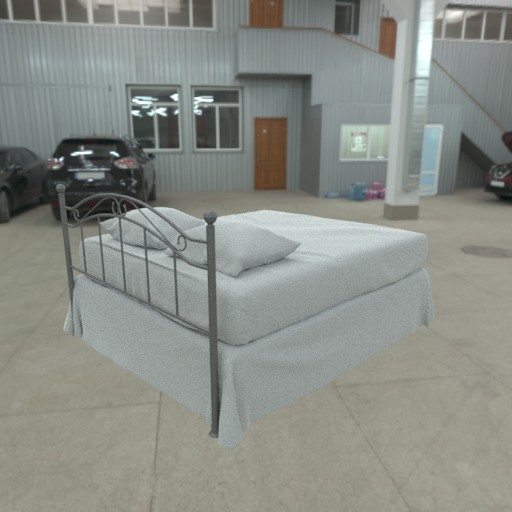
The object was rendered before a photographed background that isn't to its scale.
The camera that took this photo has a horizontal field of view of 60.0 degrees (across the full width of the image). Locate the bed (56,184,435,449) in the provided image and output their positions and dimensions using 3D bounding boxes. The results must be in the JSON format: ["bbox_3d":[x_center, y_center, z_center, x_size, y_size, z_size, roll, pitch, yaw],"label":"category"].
[{"bbox_3d":[0.000,0.000,3.253,2.215,1.080,1.936,-14,20,-43],"label":"bed"}]
